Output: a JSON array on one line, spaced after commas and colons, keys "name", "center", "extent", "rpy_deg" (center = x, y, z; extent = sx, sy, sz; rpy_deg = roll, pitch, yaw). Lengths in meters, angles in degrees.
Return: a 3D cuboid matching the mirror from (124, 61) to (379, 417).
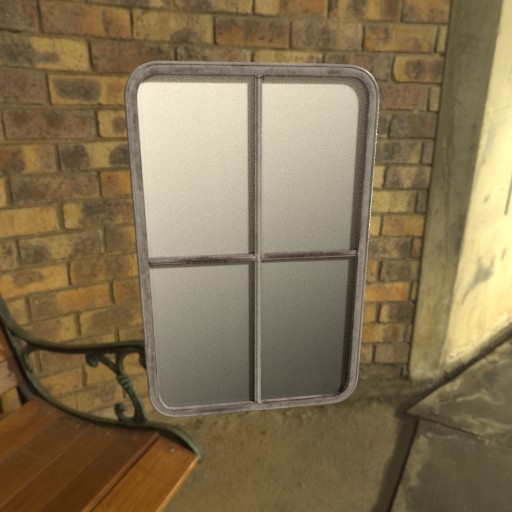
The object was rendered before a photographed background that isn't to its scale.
[{"name": "mirror", "center": [0.000, 0.000, 0.886], "extent": [0.461, 0.713, 0.024], "rpy_deg": [-2, 17, -8]}]
